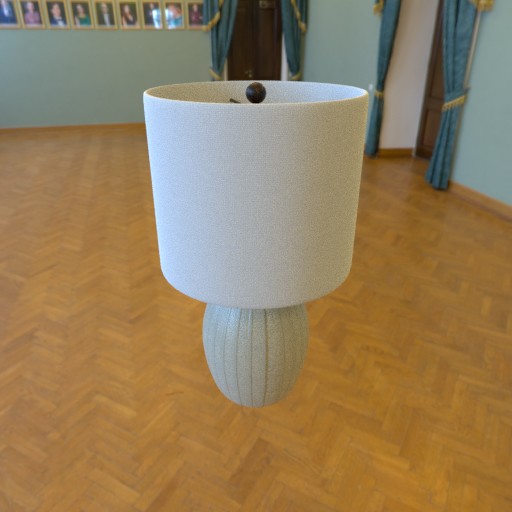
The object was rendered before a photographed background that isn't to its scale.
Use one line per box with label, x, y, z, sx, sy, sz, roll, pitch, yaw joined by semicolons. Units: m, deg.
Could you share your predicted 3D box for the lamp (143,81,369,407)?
lamp;0.000;0.000;0.778;0.329;0.570;0.329;-8;27;-15
